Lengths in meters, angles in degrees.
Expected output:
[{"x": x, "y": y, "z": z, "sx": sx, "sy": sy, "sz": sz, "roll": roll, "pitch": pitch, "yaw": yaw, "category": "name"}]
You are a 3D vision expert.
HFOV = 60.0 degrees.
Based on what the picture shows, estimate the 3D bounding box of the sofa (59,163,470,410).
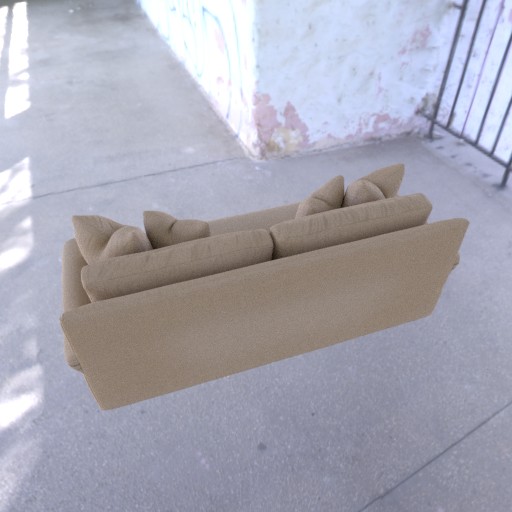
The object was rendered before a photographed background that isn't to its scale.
[{"x": 0.000, "y": 0.000, "z": 2.787, "sx": 2.285, "sy": 0.904, "sz": 1.067, "roll": -13, "pitch": 44, "yaw": -14, "category": "sofa"}]
